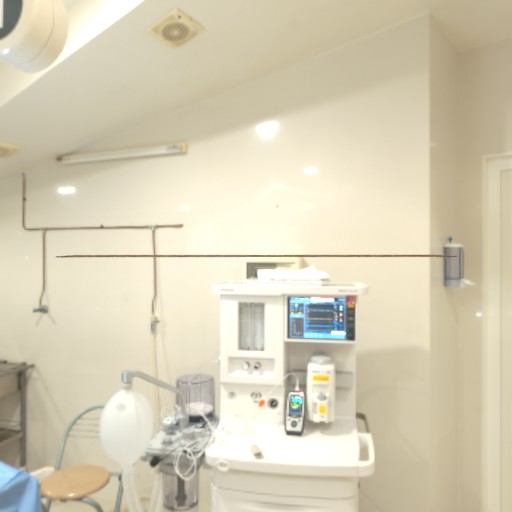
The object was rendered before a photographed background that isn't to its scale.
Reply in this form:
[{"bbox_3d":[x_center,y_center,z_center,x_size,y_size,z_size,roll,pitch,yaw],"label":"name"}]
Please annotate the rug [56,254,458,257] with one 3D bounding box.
[{"bbox_3d":[0.000,0.000,2.860,2.378,0.018,1.324,0,0,18],"label":"rug"}]
